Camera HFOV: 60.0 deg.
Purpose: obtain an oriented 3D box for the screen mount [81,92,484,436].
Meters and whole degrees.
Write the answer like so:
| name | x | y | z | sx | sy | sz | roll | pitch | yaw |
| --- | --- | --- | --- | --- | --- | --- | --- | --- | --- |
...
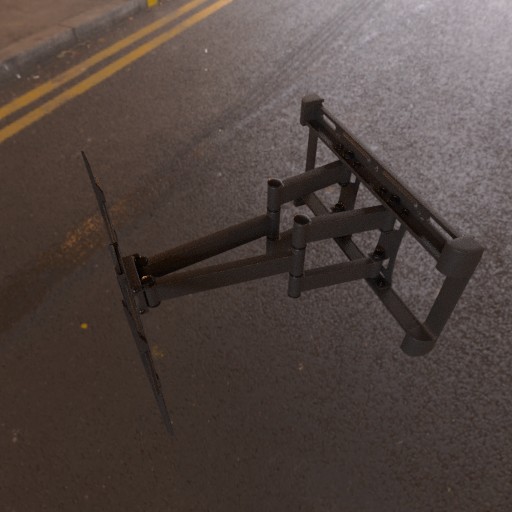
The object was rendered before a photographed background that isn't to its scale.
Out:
| name | x | y | z | sx | sy | sz | roll | pitch | yaw |
| --- | --- | --- | --- | --- | --- | --- | --- | --- | --- |
| screen mount | 0.000 | 0.000 | 1.084 | 0.644 | 0.491 | 0.661 | -17 | 49 | -15 |
